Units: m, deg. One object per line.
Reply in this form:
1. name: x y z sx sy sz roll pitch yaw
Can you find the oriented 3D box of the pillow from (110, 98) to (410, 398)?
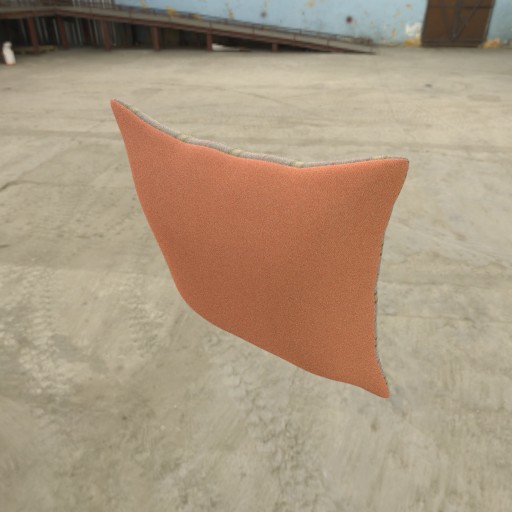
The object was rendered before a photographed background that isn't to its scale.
1. pillow: 0.000 0.000 0.682 0.453 0.430 0.200 21 36 32
